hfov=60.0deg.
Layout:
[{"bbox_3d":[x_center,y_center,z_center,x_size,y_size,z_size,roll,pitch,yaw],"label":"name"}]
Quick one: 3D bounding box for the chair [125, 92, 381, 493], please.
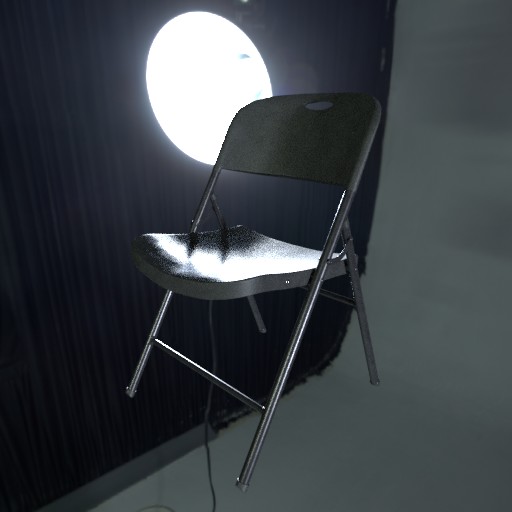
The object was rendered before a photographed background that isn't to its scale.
[{"bbox_3d":[0.000,0.000,1.155,0.566,0.810,0.494,-17,25,-42],"label":"chair"}]
